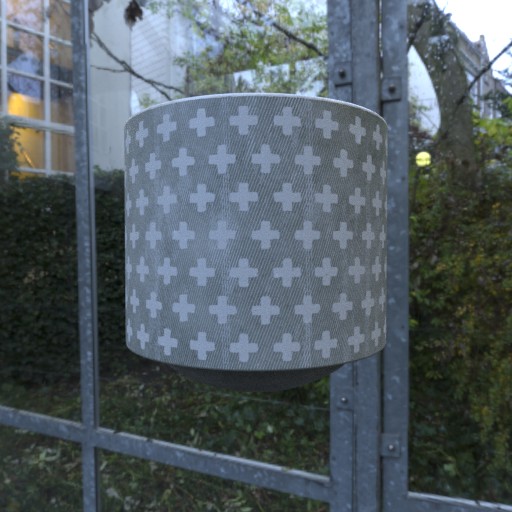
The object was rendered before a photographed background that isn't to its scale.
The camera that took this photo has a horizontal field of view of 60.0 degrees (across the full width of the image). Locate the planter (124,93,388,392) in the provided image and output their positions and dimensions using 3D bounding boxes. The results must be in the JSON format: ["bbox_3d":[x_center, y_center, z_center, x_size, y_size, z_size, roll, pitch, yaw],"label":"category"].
[{"bbox_3d":[0.000,0.000,0.442,0.250,0.239,0.250,0,2,0],"label":"planter"}]
